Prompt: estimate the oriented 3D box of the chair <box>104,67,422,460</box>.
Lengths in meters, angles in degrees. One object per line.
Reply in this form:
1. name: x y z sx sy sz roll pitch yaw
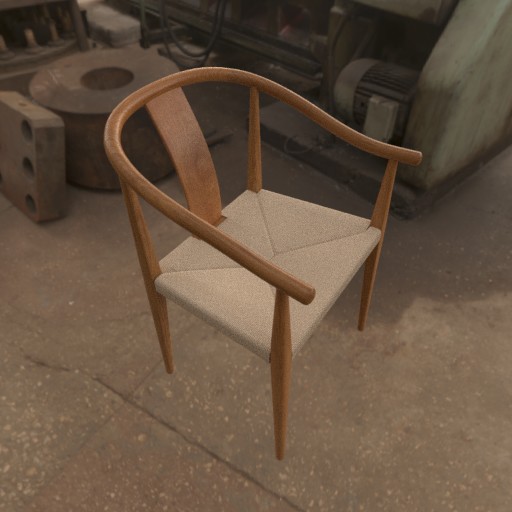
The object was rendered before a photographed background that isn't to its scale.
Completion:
1. chair: 0.000 0.000 1.169 0.579 0.800 0.556 25 48 24
